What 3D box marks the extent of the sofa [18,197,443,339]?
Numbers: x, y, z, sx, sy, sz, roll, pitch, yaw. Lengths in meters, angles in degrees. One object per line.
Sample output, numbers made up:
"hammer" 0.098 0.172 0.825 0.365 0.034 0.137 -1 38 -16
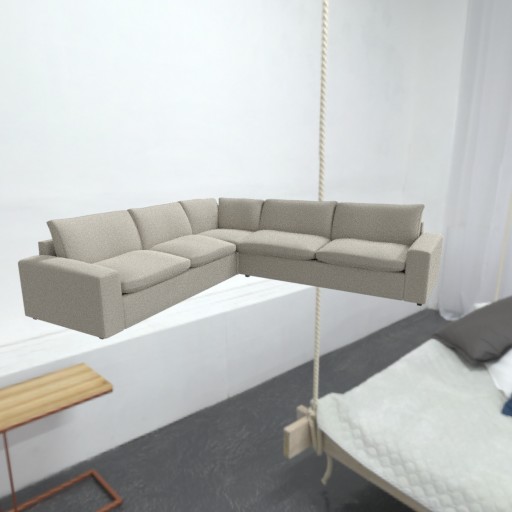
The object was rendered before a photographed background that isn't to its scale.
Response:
"sofa" 0.000 0.000 4.549 3.206 0.918 3.066 8 17 28
